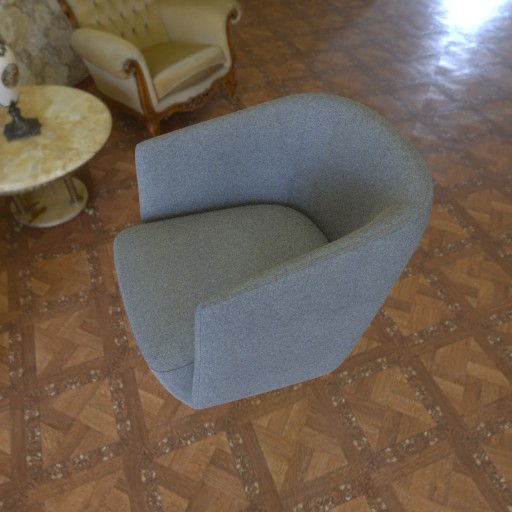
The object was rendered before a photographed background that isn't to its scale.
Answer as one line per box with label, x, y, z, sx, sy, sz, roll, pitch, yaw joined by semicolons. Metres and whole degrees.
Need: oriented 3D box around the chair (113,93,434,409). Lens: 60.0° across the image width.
chair;0.000;0.000;1.628;0.986;0.861;0.822;-17;50;-15
